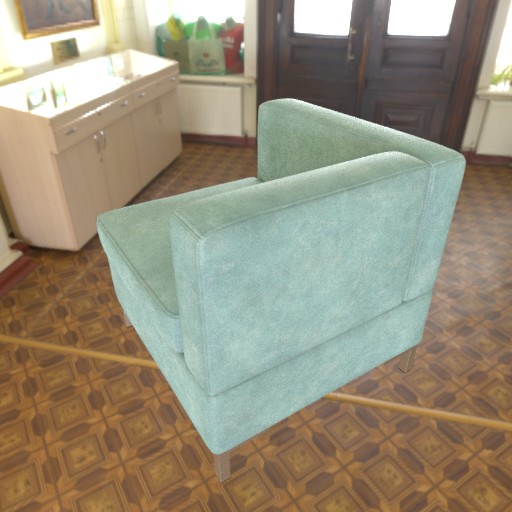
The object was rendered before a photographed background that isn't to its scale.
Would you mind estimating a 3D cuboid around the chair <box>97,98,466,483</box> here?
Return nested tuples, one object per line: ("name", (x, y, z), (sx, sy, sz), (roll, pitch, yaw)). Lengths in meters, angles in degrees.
("chair", (0.000, 0.000, 1.197), (0.684, 0.660, 0.691), (-19, 37, -27))
